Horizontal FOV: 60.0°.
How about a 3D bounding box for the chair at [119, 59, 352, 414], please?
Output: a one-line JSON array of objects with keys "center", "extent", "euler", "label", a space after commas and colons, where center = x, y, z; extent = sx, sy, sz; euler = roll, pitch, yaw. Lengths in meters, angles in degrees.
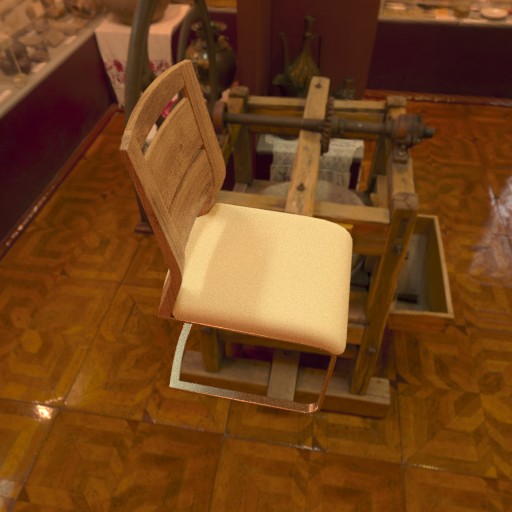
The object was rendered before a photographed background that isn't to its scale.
[{"center": [0.000, 0.000, 1.279], "extent": [0.561, 0.955, 0.457], "euler": [8, 47, 8], "label": "chair"}]
